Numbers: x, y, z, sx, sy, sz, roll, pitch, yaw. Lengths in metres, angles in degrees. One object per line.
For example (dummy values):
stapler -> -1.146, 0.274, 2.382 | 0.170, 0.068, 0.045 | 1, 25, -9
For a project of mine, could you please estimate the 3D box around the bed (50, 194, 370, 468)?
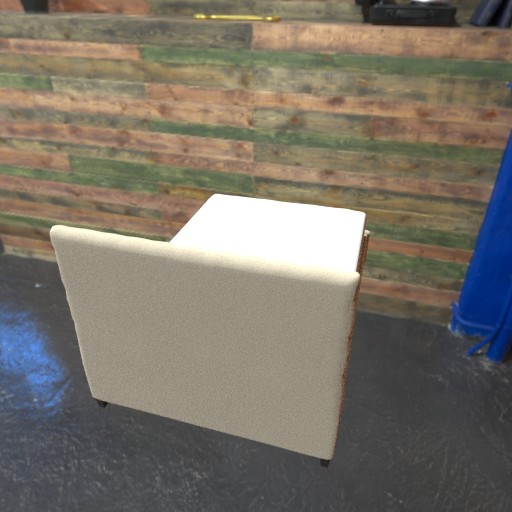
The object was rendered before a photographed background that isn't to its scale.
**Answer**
bed -> 0.000, 0.000, 3.530 | 1.698, 1.427, 2.387 | 9, 33, 14
